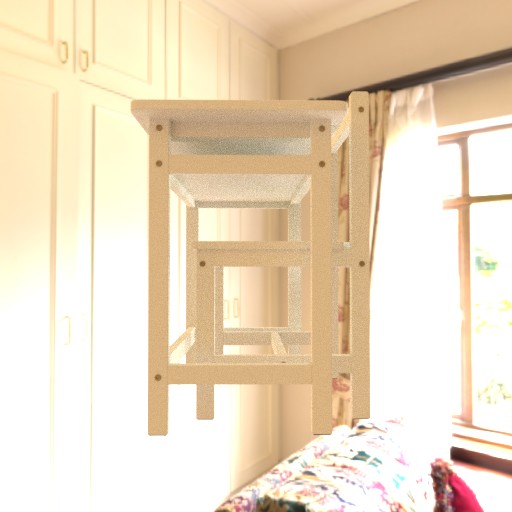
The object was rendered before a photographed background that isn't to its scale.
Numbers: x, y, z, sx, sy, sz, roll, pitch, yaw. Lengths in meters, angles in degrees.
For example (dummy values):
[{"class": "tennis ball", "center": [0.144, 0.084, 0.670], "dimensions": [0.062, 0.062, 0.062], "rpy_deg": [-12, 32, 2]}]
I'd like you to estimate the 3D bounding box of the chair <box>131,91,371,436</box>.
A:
[{"class": "chair", "center": [0.000, 0.000, 1.076], "dimensions": [0.461, 0.673, 0.599], "rpy_deg": [0, -1, -1]}]
